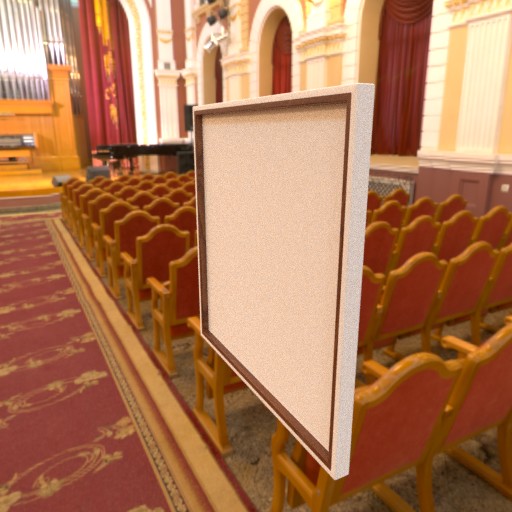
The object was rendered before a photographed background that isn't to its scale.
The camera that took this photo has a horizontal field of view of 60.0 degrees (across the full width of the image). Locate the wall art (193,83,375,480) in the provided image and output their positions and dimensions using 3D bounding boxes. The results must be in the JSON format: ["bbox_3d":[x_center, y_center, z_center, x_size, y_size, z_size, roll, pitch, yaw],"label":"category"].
[{"bbox_3d":[0.000,0.000,1.129,0.037,0.757,0.757,-8,18,-27],"label":"wall art"}]
